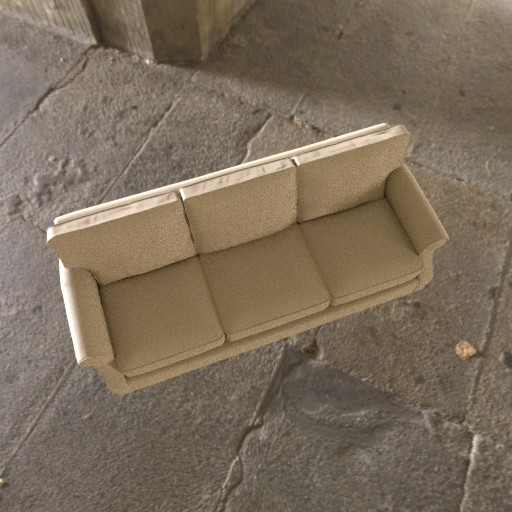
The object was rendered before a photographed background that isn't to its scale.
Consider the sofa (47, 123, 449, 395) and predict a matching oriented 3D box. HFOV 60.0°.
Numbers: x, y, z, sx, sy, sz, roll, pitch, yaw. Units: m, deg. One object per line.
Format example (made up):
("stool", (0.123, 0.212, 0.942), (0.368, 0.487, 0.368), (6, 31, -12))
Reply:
("sofa", (0.000, 0.000, 2.846), (2.354, 0.948, 0.966), (-18, 66, -8))
